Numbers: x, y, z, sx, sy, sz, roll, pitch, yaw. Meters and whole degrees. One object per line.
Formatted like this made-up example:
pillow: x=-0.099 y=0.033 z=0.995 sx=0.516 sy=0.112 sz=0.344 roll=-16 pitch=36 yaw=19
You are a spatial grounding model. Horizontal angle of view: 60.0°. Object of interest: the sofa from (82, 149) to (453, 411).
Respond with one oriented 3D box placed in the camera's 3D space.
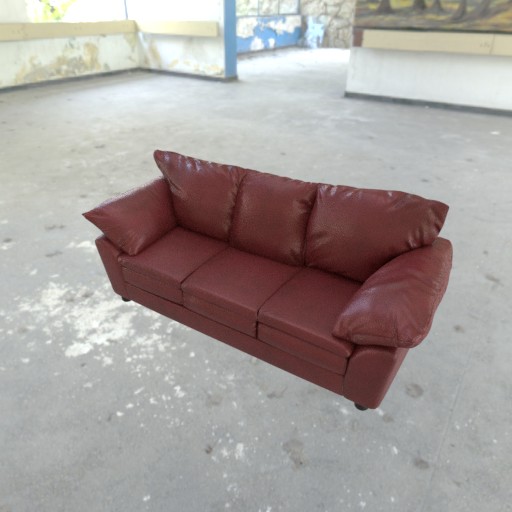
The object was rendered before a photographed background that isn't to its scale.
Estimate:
sofa: x=0.000 y=0.000 z=2.972 sx=2.390 sy=1.091 sz=0.907 roll=18 pitch=35 yaw=28
